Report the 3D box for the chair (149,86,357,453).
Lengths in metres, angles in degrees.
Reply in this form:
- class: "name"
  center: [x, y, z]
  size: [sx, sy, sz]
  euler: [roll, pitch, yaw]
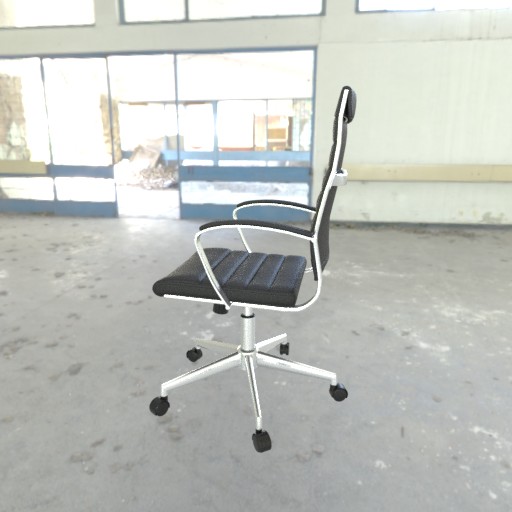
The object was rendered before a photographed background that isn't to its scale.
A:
- class: "chair"
  center: [0.000, 0.000, 1.679]
  size: [0.739, 1.149, 0.766]
  euler: [3, 14, 10]
